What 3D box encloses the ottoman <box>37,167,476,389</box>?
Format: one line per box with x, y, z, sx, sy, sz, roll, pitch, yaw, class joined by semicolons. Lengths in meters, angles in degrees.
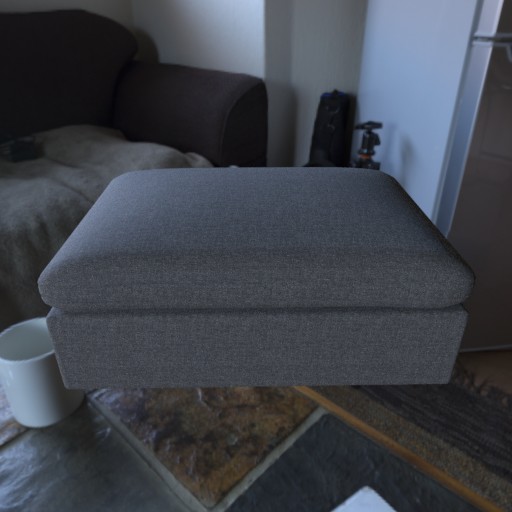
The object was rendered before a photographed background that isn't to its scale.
0.000;0.000;1.386;1.041;0.483;0.711;-1;30;-1;ottoman
